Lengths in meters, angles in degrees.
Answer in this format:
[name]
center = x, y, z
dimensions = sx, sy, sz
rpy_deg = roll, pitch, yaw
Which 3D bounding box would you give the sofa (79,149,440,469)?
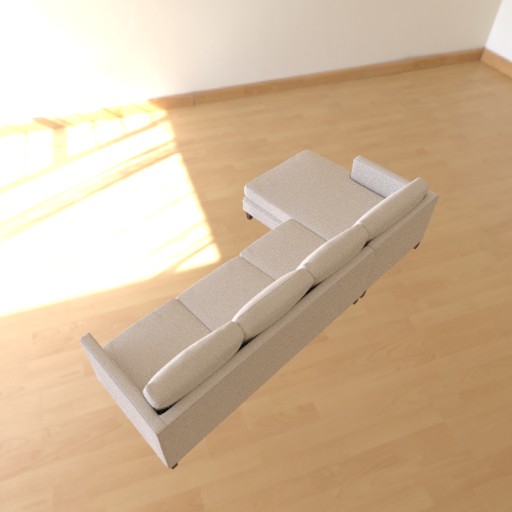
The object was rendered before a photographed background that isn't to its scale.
[sofa]
center = 0.000, 0.000, 3.905
dimensions = 3.186, 0.846, 1.625
rpy_deg = -35, 56, -28
